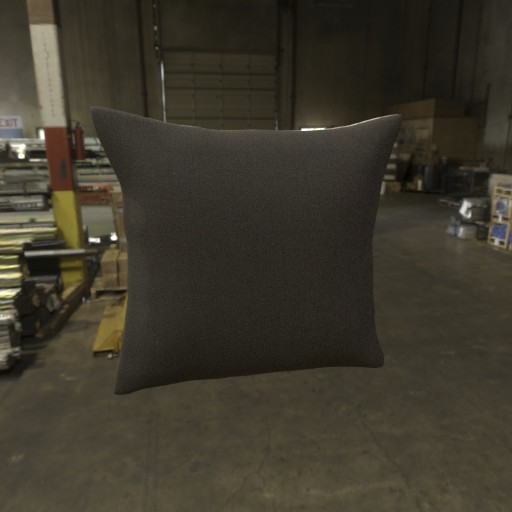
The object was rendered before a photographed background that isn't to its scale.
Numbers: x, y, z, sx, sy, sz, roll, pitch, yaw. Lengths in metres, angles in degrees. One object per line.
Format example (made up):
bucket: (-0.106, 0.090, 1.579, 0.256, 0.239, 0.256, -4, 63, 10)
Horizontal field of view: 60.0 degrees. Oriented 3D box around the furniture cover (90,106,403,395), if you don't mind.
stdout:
furniture cover: (0.000, 0.000, 0.788, 0.525, 0.498, 0.180, -3, 15, -10)
